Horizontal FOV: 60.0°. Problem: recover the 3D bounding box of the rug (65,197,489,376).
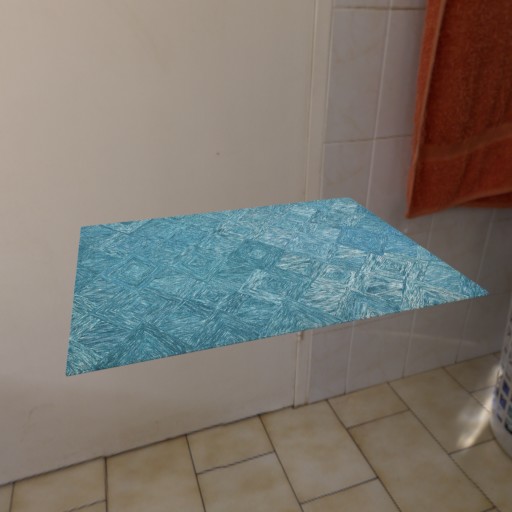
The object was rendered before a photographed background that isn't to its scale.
[{"bbox_3d":[0.000,0.000,4.191,3.217,0.027,2.405,-8,28,-15],"label":"rug"}]
